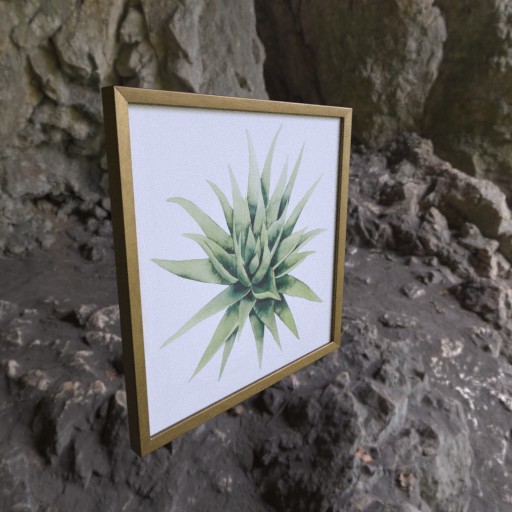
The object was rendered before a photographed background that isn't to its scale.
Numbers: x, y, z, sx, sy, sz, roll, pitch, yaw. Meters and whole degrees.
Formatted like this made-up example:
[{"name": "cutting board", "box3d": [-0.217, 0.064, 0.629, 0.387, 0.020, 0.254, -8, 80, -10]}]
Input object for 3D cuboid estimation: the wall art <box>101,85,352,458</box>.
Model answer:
[{"name": "wall art", "box3d": [0.000, 0.000, 0.760, 0.030, 0.506, 0.503, 14, 20, 43]}]
